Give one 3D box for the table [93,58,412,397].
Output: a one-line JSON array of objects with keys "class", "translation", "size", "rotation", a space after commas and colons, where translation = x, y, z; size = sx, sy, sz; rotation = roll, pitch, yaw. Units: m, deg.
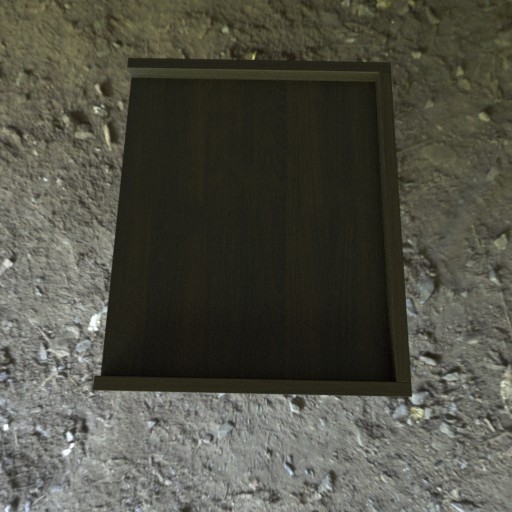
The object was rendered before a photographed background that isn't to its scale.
[{"class": "table", "translation": [0.000, 0.000, 0.796], "size": [0.370, 0.470, 0.450], "rotation": [1, 76, 0]}]
